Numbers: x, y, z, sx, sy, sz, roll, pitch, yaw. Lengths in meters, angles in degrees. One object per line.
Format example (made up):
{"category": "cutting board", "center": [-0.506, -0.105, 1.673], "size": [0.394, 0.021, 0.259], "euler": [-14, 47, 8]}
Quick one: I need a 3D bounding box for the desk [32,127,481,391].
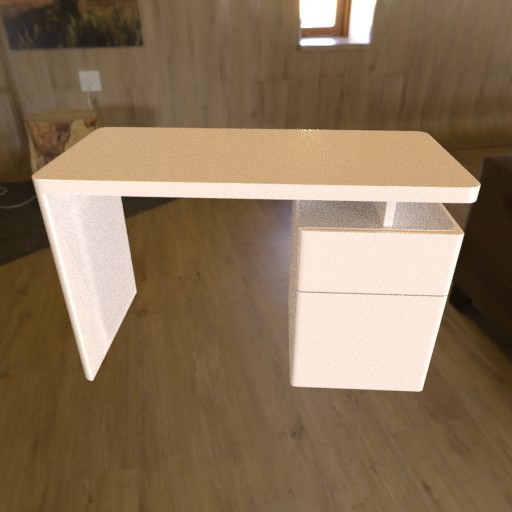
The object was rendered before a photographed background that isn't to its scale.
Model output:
{"category": "desk", "center": [0.000, 0.000, 1.584], "size": [1.200, 0.760, 0.550], "euler": [2, 30, 3]}
